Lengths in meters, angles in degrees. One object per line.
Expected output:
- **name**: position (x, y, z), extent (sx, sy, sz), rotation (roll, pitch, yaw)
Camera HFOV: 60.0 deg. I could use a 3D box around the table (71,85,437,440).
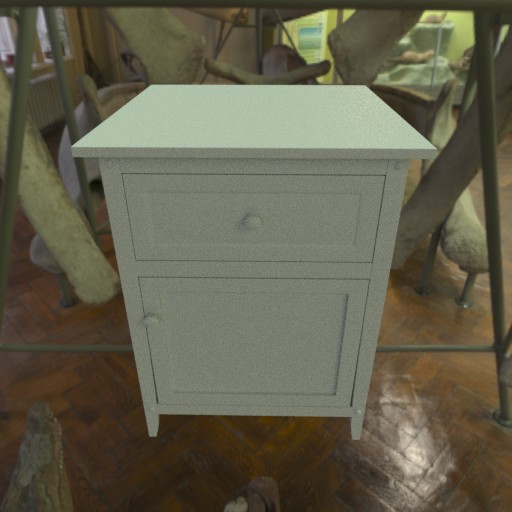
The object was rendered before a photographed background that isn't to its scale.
- **table**: position (0.000, 0.000, 0.745), extent (0.381, 0.483, 0.381), rotation (1, 30, 1)
